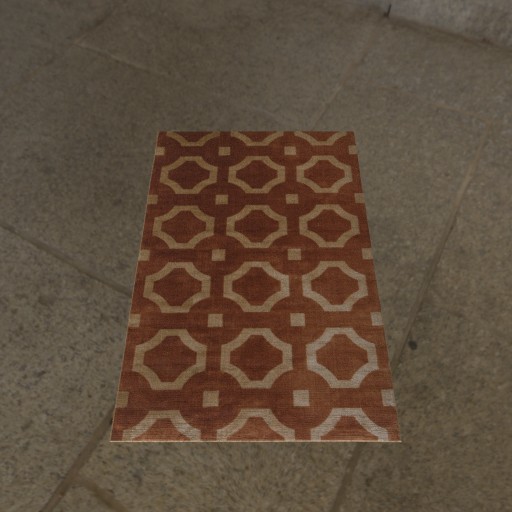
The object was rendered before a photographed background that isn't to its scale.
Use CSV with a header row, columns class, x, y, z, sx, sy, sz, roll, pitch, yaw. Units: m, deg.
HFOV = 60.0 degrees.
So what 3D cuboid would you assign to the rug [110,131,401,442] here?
class,x,y,z,sx,sy,sz,roll,pitch,yaw
rug,0.000,0.000,2.932,1.555,0.016,2.286,0,60,0
